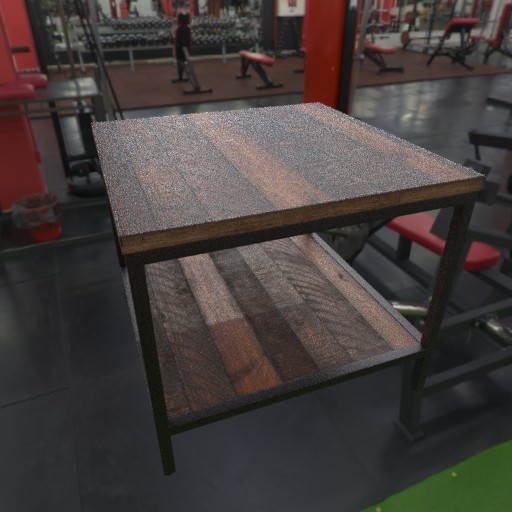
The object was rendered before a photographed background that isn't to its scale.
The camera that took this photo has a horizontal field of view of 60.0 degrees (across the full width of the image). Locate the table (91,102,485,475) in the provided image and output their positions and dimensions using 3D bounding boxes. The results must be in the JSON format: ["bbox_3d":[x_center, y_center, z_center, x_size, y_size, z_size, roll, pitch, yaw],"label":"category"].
[{"bbox_3d":[0.000,0.000,0.947,0.553,0.482,0.548,-11,33,-18],"label":"table"}]
